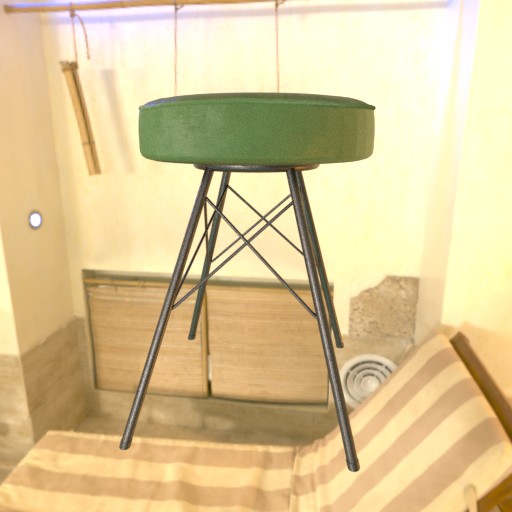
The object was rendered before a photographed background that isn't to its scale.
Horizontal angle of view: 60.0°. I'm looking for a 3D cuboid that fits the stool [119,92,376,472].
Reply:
[{"bbox_3d":[0.000,0.000,0.889,0.430,0.595,0.457,2,15,7],"label":"stool"}]
